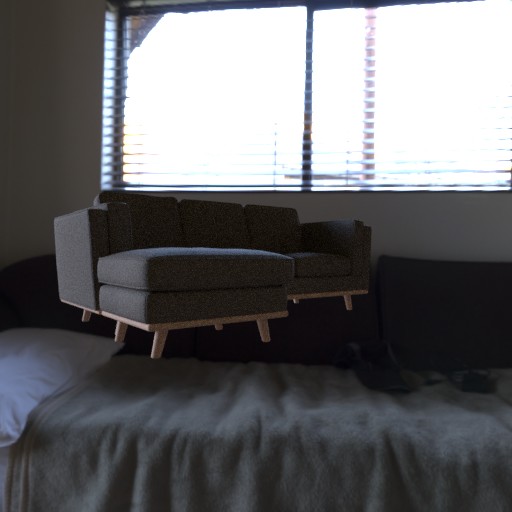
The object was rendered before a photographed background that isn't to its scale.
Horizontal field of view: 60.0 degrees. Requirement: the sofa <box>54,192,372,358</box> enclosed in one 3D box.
[{"bbox_3d":[0.000,0.000,3.204,2.411,0.929,1.604,0,0,-37],"label":"sofa"}]
